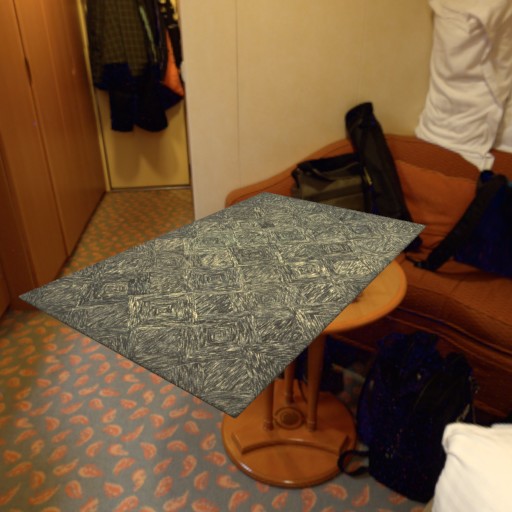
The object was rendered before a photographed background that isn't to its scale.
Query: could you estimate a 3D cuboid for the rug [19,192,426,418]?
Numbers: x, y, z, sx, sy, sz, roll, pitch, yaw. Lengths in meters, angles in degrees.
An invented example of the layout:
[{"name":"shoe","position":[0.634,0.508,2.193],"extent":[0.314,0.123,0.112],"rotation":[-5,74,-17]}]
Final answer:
[{"name":"rug","position":[0.000,0.000,2.852],"extent":[1.478,0.017,2.330],"rotation":[17,30,32]}]
